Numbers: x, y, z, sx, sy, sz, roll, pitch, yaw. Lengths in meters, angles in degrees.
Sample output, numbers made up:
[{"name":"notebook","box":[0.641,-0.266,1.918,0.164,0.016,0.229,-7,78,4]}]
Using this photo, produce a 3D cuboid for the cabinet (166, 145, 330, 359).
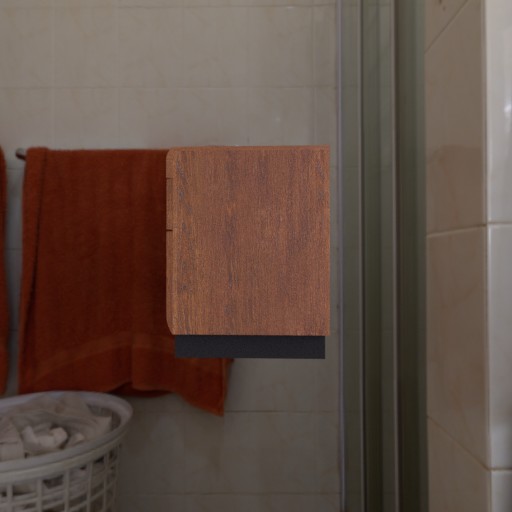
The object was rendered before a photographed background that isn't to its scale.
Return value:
[{"name":"cabinet","box":[0.000,0.000,1.849,0.419,0.510,1.600,0,0,3]}]
